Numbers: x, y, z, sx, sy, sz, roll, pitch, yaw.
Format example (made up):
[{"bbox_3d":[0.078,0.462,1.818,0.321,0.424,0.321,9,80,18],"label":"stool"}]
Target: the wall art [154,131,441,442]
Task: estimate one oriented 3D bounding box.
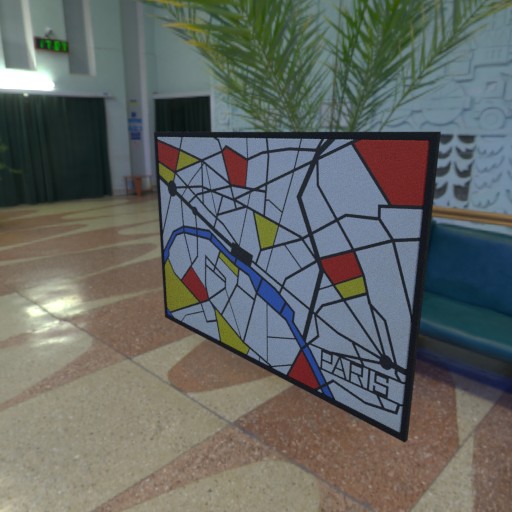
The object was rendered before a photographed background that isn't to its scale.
[{"bbox_3d":[0.000,0.000,1.232,0.013,0.665,0.963,-15,21,-42],"label":"wall art"}]
